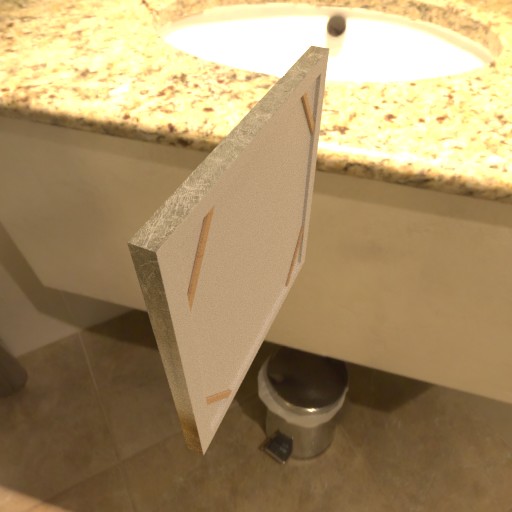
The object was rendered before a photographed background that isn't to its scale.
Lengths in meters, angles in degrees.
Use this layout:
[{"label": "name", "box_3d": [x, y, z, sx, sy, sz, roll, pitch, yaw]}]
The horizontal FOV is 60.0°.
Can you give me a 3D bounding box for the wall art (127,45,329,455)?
[{"label": "wall art", "box_3d": [0.000, 0.000, 0.900, 0.038, 0.610, 0.610, 18, 49, 17]}]
